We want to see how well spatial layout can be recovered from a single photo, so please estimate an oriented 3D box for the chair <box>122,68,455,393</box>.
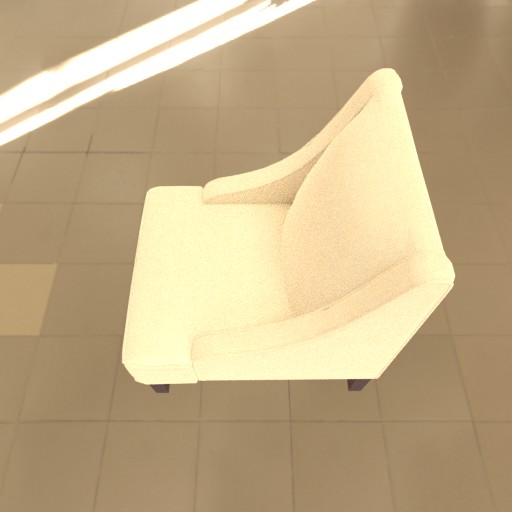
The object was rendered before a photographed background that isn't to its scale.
[{"bbox_3d":[0.000,0.000,1.417,0.806,0.886,0.689,0,59,0],"label":"chair"}]
